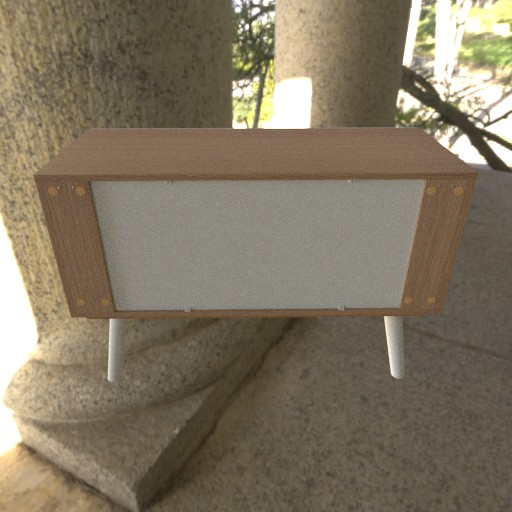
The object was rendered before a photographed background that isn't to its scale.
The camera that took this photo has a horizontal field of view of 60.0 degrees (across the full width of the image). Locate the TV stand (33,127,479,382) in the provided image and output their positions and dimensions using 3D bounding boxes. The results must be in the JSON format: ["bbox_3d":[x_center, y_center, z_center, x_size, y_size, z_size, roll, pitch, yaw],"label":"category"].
[{"bbox_3d":[0.000,0.000,1.327,0.991,0.660,0.407,0,30,-1],"label":"TV stand"}]
